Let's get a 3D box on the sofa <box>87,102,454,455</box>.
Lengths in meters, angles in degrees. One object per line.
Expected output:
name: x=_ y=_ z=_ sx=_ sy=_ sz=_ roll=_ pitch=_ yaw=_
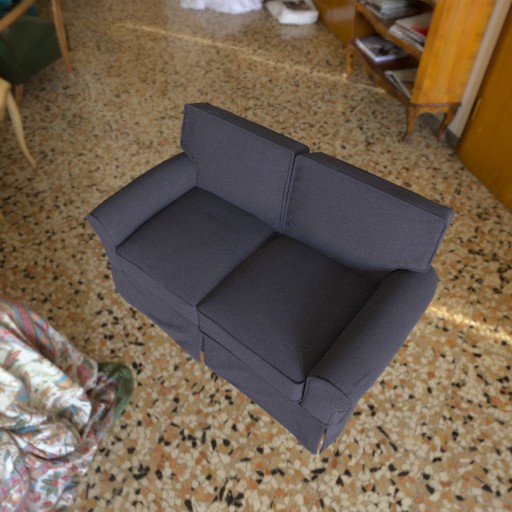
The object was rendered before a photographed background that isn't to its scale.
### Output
sofa: x=0.000 y=0.000 z=2.460 sx=1.801 sy=1.059 sz=0.997 roll=31 pitch=54 yaw=26
